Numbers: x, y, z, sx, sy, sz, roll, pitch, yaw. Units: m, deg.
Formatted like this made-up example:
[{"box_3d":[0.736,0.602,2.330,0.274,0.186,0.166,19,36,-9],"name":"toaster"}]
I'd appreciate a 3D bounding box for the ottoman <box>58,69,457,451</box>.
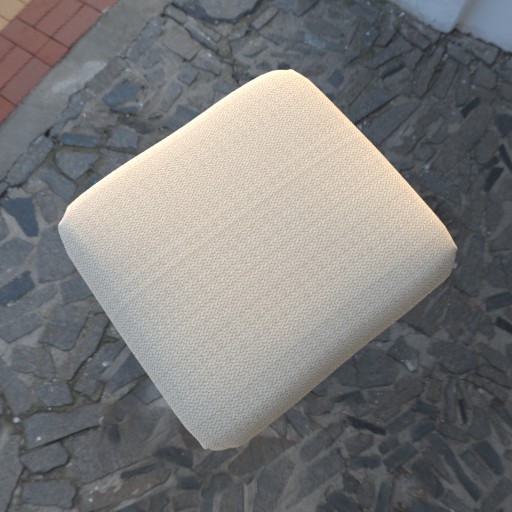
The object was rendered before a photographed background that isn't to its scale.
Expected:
[{"box_3d":[0.000,0.000,1.073,0.684,0.447,0.622,-36,78,-9],"name":"ottoman"}]
